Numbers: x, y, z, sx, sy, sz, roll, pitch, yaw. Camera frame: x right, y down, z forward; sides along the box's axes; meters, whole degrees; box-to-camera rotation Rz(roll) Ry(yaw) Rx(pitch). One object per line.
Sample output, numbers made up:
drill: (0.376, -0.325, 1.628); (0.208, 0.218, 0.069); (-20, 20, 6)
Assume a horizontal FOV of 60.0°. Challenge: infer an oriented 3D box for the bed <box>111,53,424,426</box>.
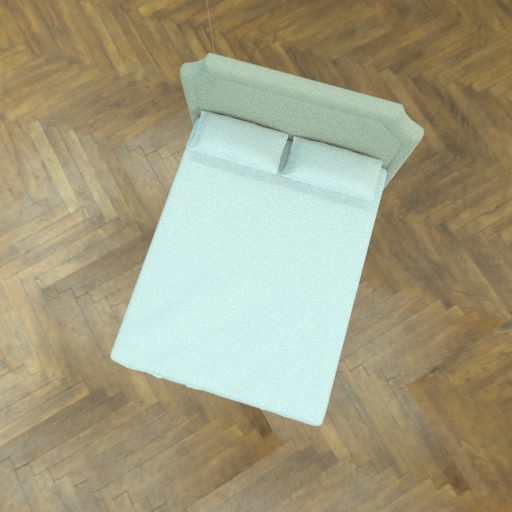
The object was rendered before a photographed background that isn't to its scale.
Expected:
bed: (0.000, 0.000, 3.174); (1.693, 1.290, 2.116); (17, 78, 4)
